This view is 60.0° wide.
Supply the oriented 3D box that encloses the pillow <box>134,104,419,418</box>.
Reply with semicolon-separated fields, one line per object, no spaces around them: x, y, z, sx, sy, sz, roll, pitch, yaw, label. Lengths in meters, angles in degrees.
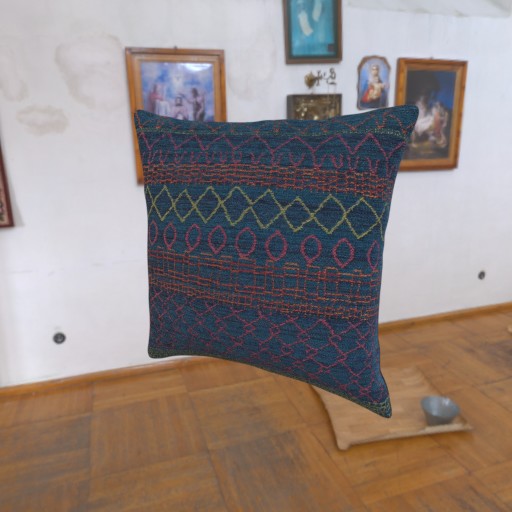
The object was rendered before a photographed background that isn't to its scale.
0.000;0.000;0.667;0.431;0.431;0.141;7;16;25;pillow
